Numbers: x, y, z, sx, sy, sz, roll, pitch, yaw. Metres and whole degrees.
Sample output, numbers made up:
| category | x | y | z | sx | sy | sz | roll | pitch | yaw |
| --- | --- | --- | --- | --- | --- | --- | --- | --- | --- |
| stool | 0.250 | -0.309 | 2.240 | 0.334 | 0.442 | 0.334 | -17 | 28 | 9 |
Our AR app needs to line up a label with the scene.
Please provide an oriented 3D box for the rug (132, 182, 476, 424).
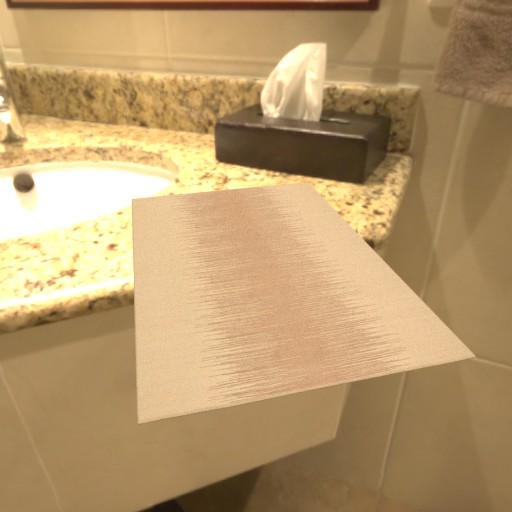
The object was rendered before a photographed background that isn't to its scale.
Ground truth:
| category | x | y | z | sx | sy | sz | roll | pitch | yaw |
| --- | --- | --- | --- | --- | --- | --- | --- | --- | --- |
| rug | 0.000 | 0.000 | 2.294 | 1.234 | 0.006 | 1.850 | -7 | 31 | -12 |
